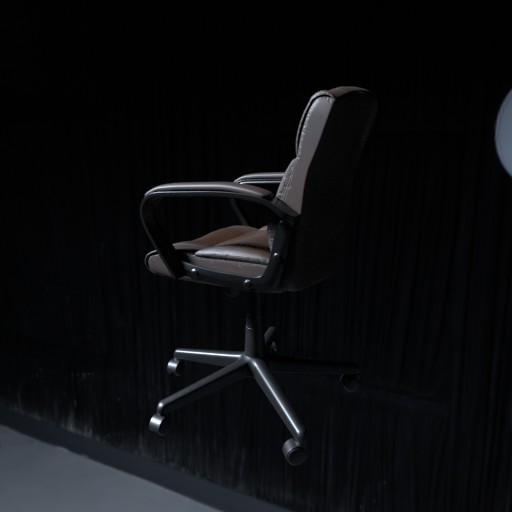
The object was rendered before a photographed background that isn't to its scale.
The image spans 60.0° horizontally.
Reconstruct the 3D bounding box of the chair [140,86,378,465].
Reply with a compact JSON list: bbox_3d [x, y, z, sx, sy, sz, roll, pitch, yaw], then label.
[{"bbox_3d":[0.000,0.000,1.465,0.717,1.004,0.739,7,16,26],"label":"chair"}]
